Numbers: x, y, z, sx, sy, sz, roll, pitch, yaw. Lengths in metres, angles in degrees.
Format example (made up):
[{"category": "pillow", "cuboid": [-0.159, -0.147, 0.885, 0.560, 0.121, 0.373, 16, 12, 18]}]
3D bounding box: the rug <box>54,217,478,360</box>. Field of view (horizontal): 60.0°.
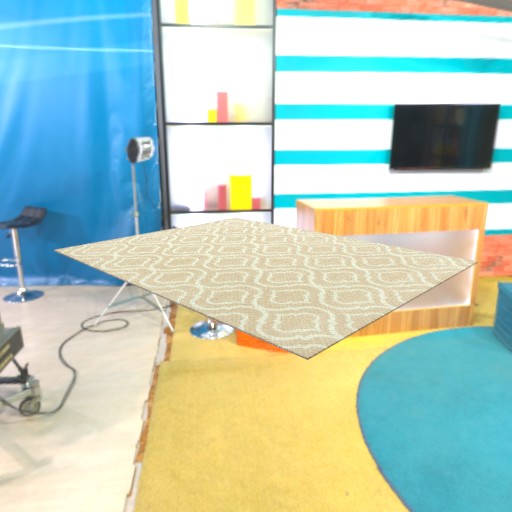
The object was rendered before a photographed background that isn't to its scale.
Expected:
[{"category": "rug", "cuboid": [0.000, 0.000, 3.839, 2.894, 0.013, 2.286, 14, 21, 42]}]
